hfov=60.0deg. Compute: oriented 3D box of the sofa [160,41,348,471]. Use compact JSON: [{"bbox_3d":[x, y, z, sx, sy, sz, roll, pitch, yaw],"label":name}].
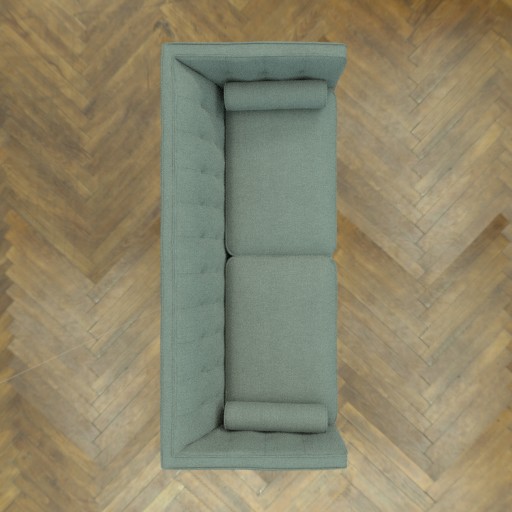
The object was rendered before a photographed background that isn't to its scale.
[{"bbox_3d":[0.000,0.000,2.503,0.912,0.798,2.079,0,90,1],"label":"sofa"}]
